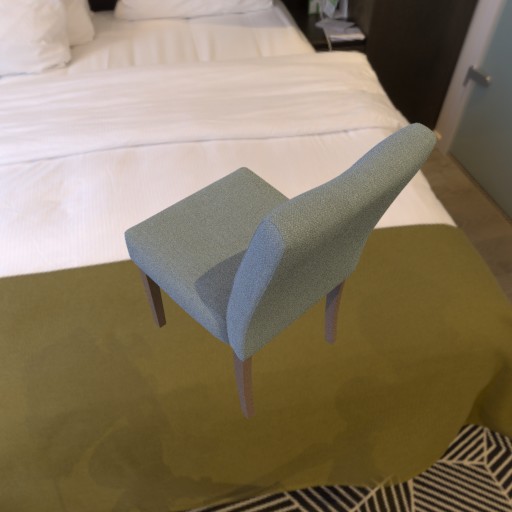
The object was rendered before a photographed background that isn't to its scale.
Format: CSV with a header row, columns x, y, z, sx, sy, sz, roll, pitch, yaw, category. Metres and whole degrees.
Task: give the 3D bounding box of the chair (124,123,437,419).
x,y,z,sx,sy,sz,roll,pitch,yaw,category
0.000,0.000,1.236,0.487,0.882,0.629,-34,56,-28,chair
